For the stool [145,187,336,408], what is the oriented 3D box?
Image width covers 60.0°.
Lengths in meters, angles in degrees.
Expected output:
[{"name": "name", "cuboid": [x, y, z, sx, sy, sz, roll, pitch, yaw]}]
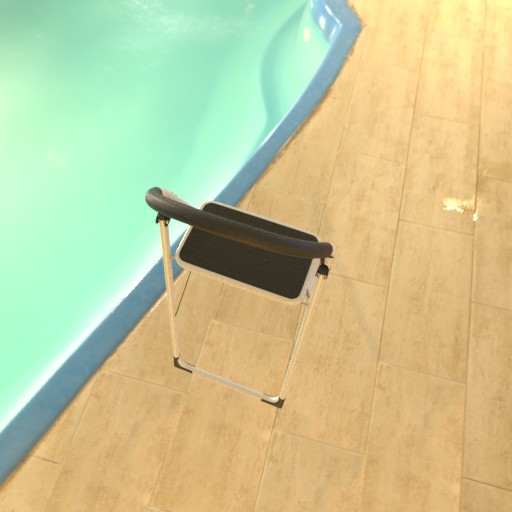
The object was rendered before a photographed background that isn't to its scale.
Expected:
[{"name": "stool", "cuboid": [0.000, 0.000, 1.453, 0.485, 1.109, 0.676, 19, 64, 9]}]
